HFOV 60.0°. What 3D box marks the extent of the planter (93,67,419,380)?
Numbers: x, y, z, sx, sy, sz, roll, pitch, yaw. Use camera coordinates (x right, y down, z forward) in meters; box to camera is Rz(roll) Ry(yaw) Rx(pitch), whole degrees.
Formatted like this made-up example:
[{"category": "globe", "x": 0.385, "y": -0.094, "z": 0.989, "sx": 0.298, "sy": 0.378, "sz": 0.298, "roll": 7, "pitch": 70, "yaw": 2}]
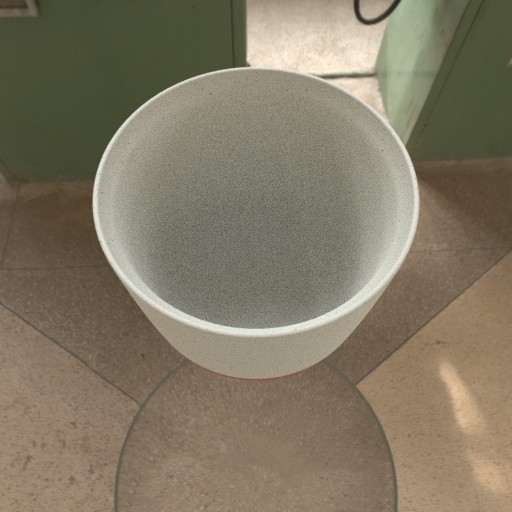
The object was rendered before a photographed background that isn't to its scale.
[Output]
[{"category": "planter", "x": 0.000, "y": 0.000, "z": 0.374, "sx": 0.204, "sy": 0.214, "sz": 0.204, "roll": 0, "pitch": 63, "yaw": 0}]
